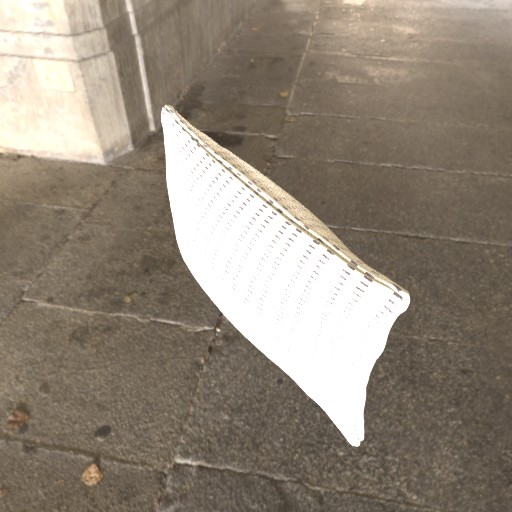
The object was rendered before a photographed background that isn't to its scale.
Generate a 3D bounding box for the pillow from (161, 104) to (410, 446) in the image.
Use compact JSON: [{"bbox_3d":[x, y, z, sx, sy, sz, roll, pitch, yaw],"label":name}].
[{"bbox_3d":[0.000,0.000,0.809,0.210,0.353,0.640,-24,47,-25],"label":"pillow"}]
